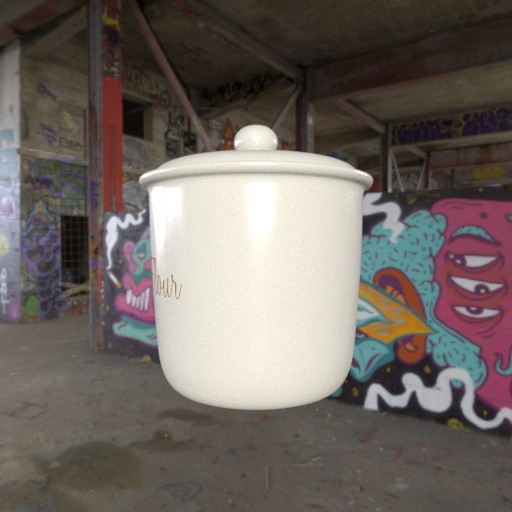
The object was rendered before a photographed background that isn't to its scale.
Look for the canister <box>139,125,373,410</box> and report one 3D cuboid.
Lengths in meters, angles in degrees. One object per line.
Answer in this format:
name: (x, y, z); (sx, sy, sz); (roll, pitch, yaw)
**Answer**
canister: (0.000, 0.000, 0.357); (0.182, 0.208, 0.182); (0, 1, 0)
